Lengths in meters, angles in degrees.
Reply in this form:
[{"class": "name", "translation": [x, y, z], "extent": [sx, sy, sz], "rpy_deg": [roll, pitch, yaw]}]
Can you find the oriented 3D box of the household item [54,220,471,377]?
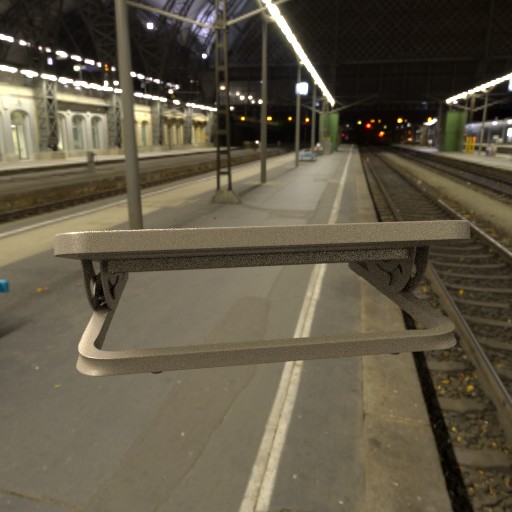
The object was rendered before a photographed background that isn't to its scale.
[{"class": "household item", "translation": [0.000, 0.000, 0.532], "extent": [0.390, 0.126, 0.301], "rpy_deg": [-2, 15, -9]}]
